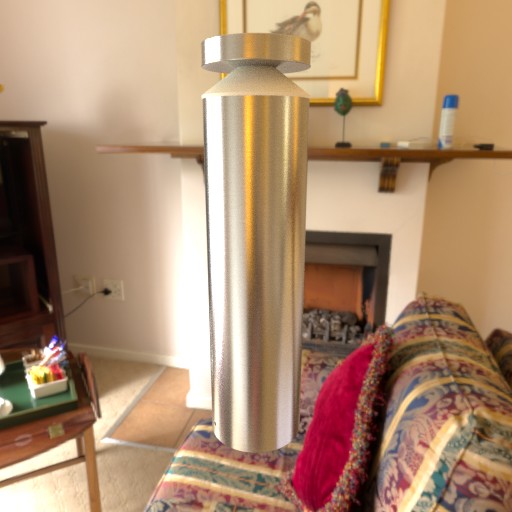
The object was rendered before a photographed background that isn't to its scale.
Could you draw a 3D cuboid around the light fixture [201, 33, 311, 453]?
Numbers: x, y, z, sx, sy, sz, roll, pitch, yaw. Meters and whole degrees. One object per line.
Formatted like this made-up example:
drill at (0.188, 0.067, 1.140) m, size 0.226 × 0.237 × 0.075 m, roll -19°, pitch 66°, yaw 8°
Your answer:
light fixture at (0.000, 0.000, 0.458) m, size 0.102 × 0.400 × 0.102 m, roll -8°, pitch 17°, yaw -25°
